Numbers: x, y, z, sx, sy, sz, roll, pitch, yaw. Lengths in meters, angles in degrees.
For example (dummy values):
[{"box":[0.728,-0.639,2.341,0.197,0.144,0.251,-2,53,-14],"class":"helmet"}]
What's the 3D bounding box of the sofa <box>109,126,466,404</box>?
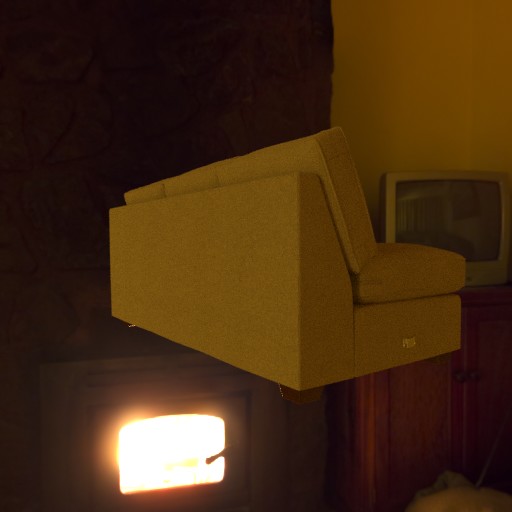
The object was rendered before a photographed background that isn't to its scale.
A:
[{"box":[0.000,0.000,2.698,1.127,1.036,2.092,-1,2,-36],"class":"sofa"}]
